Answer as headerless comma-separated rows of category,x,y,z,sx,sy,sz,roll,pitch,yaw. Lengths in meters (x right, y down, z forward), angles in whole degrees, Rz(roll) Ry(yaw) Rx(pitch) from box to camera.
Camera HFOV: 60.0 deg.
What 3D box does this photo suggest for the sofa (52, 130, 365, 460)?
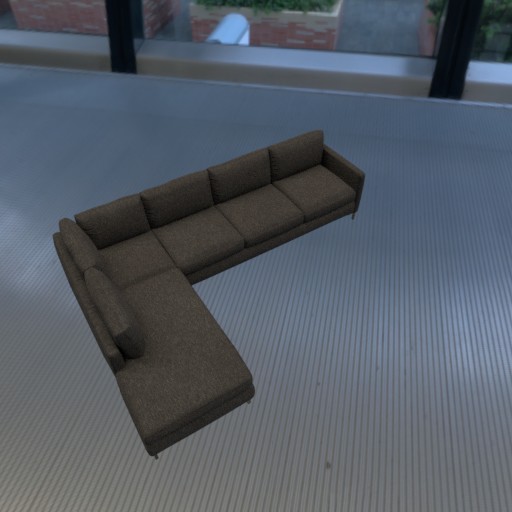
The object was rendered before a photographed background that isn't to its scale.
sofa,0.000,0.000,3.893,2.949,0.815,2.007,-25,50,-22
